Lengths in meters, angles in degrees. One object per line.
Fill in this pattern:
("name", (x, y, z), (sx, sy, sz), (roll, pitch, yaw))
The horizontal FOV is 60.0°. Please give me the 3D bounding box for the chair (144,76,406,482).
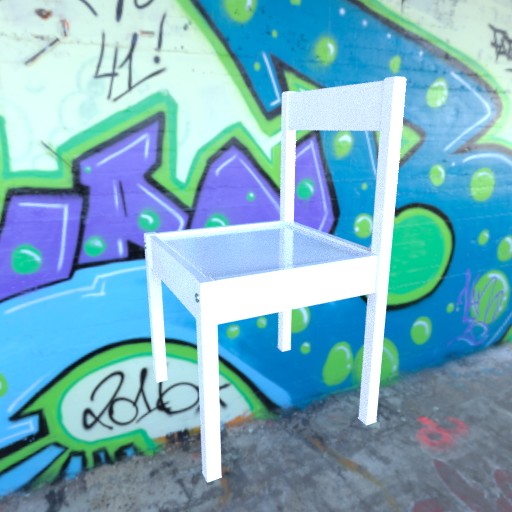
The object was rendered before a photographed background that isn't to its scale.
("chair", (0.000, 0.000, 0.689), (0.285, 0.505, 0.285), (-8, 18, -25))
